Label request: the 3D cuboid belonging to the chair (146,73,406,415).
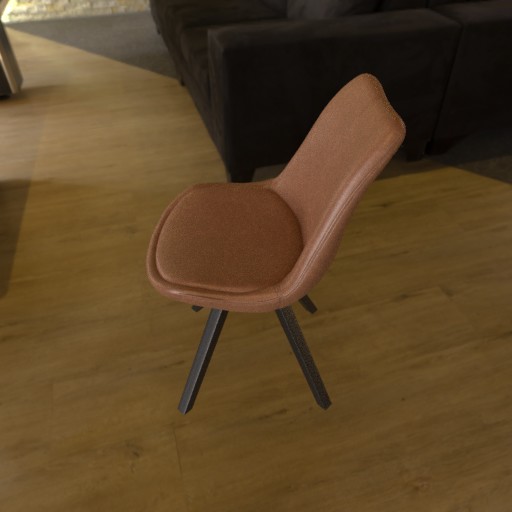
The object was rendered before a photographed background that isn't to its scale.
[{"bbox_3d":[0.000,0.000,1.165,0.550,0.850,0.475,0,41,0],"label":"chair"}]
